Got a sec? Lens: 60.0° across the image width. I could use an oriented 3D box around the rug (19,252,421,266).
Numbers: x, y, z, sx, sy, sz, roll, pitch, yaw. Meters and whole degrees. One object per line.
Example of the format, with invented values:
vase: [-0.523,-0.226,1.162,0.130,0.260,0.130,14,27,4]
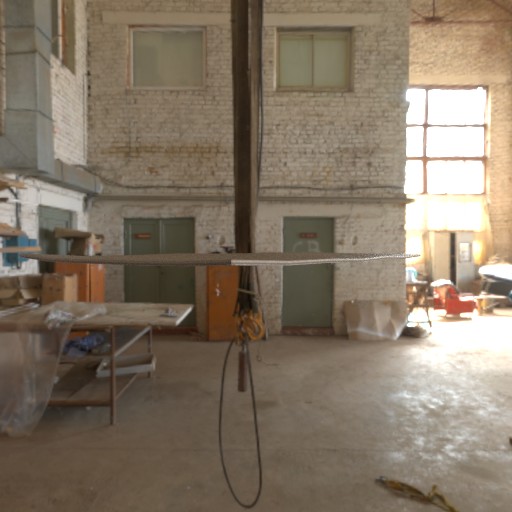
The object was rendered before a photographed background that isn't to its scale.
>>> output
rug: [0.000,0.000,3.034,1.553,0.053,2.430,1,2,36]
